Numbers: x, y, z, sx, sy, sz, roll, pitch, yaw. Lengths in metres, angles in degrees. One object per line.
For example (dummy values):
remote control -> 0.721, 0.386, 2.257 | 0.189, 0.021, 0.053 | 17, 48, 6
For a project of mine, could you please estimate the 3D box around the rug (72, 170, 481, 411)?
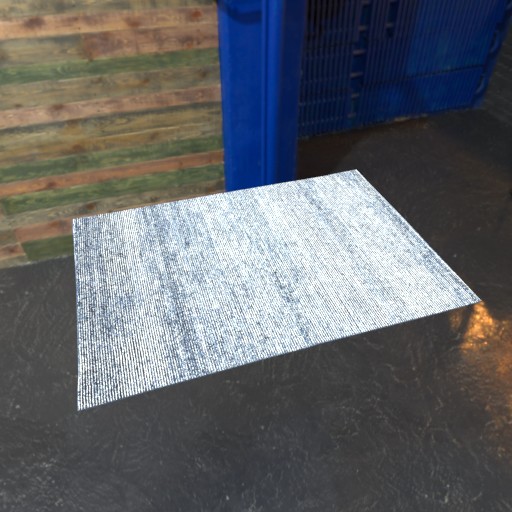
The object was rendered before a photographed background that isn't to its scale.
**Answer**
rug -> 0.000, 0.000, 2.976 | 2.349, 0.030, 1.624 | -12, 43, -13
